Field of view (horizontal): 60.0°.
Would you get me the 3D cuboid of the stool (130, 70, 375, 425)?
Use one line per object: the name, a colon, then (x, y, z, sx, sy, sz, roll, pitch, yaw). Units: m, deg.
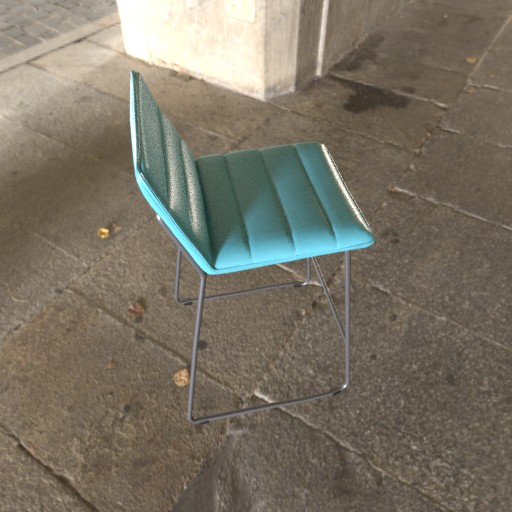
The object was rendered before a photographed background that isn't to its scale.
stool: (0.000, 0.000, 1.225, 0.524, 0.936, 0.489, -9, 48, -8)
